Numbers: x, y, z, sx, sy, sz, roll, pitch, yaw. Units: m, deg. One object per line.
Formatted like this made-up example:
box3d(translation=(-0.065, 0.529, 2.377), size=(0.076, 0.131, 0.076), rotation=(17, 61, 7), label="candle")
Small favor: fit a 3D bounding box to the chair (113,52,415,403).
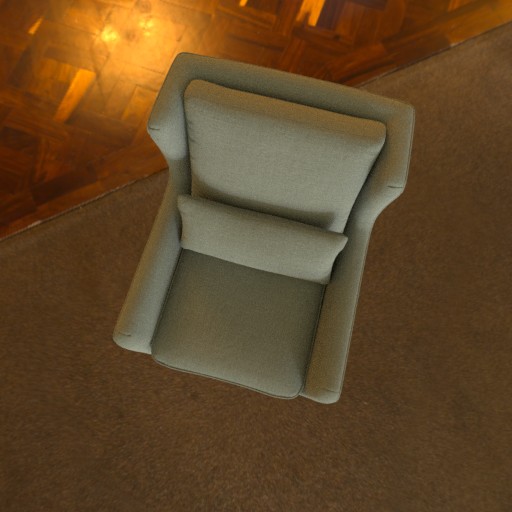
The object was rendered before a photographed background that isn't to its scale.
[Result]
box3d(translation=(0.000, 0.000, 1.825), size=(0.866, 1.056, 1.040), rotation=(14, 76, 4), label="chair")
